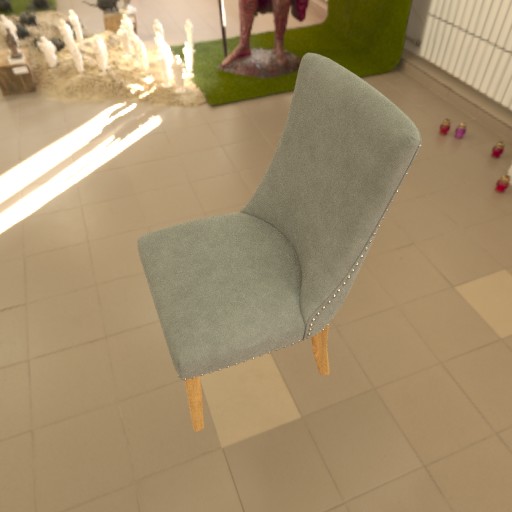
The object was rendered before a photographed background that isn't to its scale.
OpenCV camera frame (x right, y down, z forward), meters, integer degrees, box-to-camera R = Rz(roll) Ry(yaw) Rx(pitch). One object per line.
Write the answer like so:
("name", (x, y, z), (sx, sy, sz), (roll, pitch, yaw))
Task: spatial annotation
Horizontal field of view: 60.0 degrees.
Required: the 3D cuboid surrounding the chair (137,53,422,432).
("chair", (0.000, 0.000, 1.258), (0.610, 0.902, 0.495), (-16, 48, -15))
